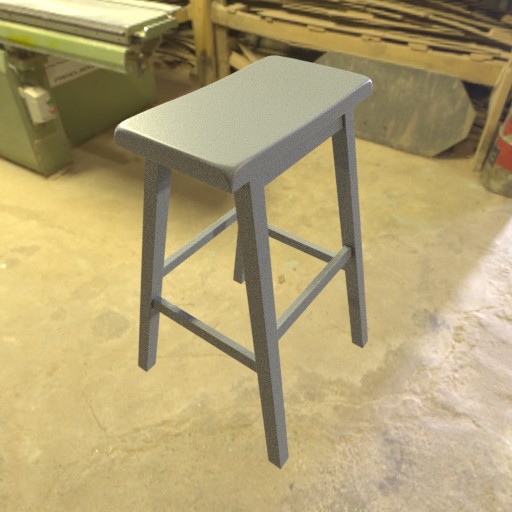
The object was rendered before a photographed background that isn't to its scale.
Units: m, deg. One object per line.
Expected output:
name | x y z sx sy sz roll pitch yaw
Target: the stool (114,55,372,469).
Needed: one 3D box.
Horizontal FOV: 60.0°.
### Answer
stool | 0.000 0.000 1.020 0.476 0.737 0.457 26 47 26
